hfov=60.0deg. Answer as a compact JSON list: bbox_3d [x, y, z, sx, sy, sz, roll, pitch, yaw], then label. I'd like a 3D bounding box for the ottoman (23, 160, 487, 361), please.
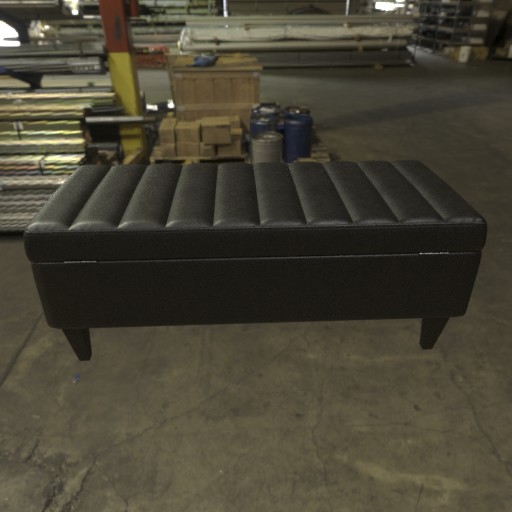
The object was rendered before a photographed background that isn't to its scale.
[{"bbox_3d":[0.000,0.000,1.372,1.151,0.469,0.482,-1,30,-2],"label":"ottoman"}]
